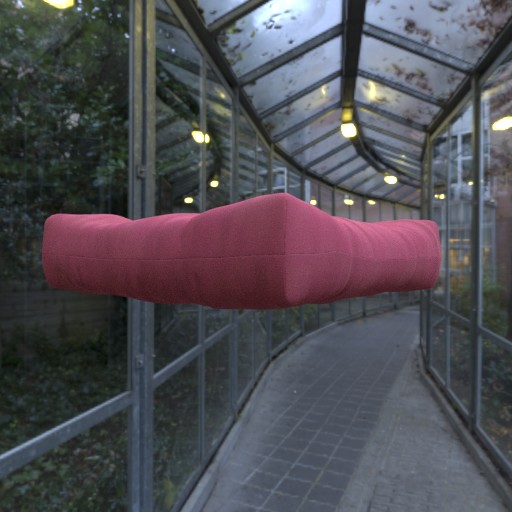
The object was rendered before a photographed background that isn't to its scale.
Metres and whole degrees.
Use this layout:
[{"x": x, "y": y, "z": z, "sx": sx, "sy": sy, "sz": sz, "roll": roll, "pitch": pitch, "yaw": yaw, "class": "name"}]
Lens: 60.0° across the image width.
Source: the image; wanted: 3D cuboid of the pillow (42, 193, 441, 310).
[{"x": 0.000, "y": 0.000, "z": 0.719, "sx": 0.468, "sy": 0.128, "sz": 0.490, "roll": 0, "pitch": 0, "yaw": 37, "class": "pillow"}]
